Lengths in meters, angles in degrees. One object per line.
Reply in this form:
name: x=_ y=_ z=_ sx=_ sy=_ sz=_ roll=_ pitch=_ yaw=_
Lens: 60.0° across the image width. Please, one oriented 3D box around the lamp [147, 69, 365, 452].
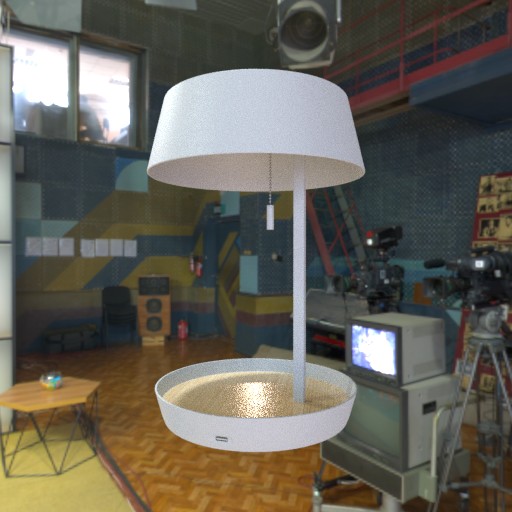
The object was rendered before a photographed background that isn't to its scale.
lamp: x=0.000 y=0.000 z=0.608 sx=0.291 sy=0.429 sz=0.291 roll=0 pitch=0 yaw=0
